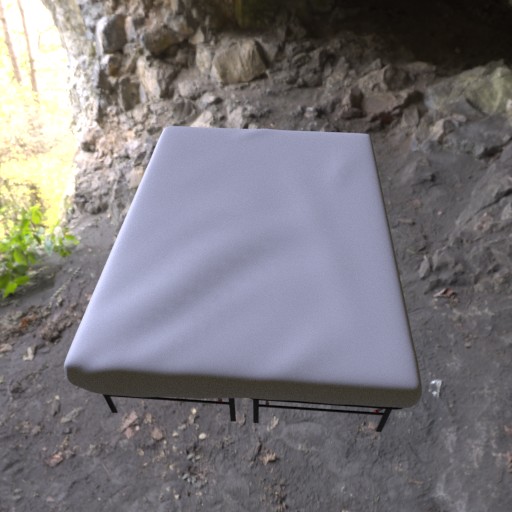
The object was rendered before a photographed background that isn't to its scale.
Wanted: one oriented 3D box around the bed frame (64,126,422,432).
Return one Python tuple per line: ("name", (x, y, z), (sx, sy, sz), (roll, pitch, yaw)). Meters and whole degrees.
("bed frame", (0.000, 0.000, 2.804), (1.584, 0.667, 2.151), (3, 46, 3))
